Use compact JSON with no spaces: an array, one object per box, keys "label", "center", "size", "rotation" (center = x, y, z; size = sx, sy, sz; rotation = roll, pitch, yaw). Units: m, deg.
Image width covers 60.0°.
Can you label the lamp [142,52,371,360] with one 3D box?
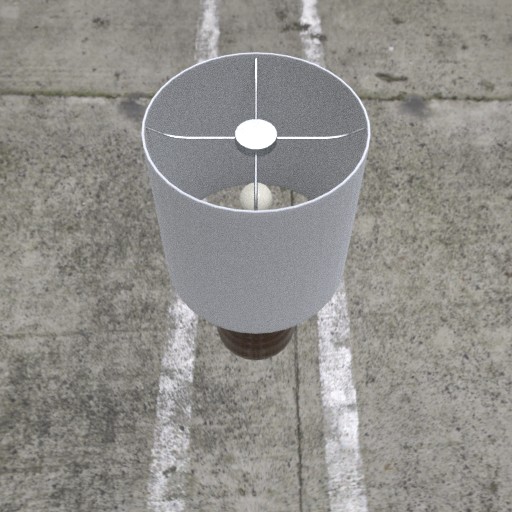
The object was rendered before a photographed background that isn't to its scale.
[{"label":"lamp","center":[0.000,0.000,0.477],"size":[0.186,0.369,0.186],"rotation":[0,58,0]}]
